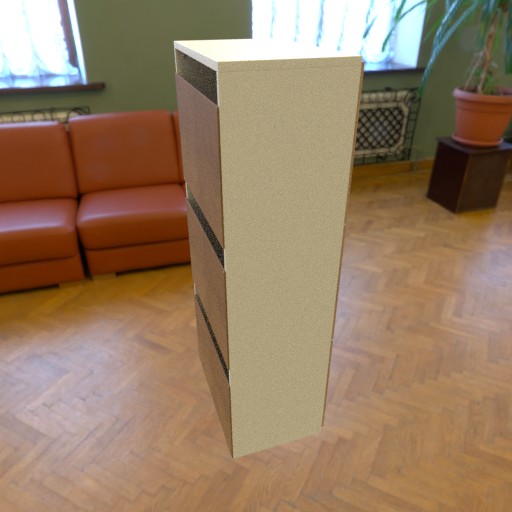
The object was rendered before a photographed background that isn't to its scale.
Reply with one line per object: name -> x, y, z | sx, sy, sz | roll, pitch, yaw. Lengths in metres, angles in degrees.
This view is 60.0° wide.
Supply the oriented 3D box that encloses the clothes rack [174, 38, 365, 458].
clothes rack -> 0.000, 0.000, 1.388 | 0.331, 1.187, 0.500 | -10, 32, -16
